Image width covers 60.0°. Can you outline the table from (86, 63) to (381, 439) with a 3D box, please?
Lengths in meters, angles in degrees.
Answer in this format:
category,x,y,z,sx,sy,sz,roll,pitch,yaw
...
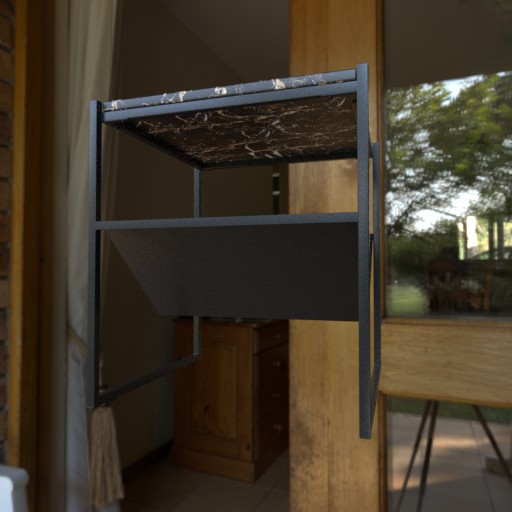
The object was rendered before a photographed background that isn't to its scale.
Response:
category,x,y,z,sx,sy,sz,roll,pitch,yaw
table,0.000,0.000,0.895,0.469,0.534,0.432,-1,-2,18
